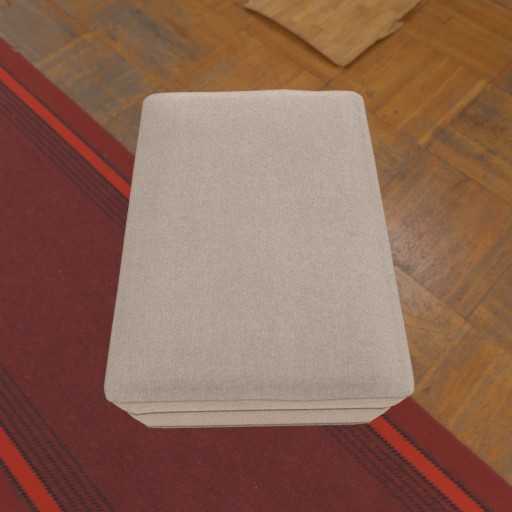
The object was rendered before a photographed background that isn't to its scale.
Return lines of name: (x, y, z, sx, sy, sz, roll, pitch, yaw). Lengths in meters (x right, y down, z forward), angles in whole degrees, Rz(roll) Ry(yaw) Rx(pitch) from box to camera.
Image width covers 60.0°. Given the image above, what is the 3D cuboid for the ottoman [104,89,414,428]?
ottoman: (0.000, 0.000, 1.225, 0.617, 0.503, 0.846, -1, 62, 0)
